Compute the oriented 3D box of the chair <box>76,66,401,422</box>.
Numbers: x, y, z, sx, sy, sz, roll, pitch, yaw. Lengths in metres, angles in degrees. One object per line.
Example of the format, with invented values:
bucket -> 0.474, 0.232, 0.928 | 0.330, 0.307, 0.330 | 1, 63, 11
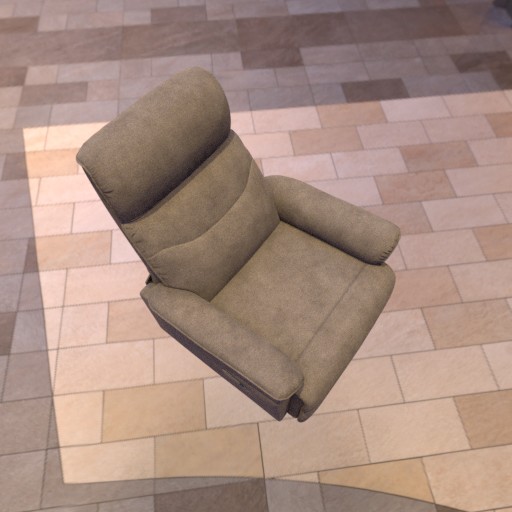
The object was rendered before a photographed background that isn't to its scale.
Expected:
chair -> 0.000, 0.000, 1.719 | 1.009, 1.036, 0.830 | 32, 64, 18
